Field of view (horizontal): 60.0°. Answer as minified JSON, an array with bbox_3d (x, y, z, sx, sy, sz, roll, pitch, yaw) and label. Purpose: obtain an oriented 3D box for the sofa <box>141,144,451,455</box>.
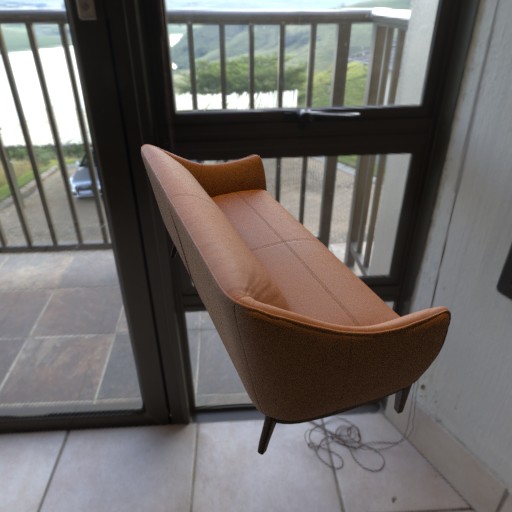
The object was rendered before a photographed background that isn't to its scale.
[{"bbox_3d":[0.000,0.000,2.371,0.869,0.830,1.928,-12,33,-19],"label":"sofa"}]
